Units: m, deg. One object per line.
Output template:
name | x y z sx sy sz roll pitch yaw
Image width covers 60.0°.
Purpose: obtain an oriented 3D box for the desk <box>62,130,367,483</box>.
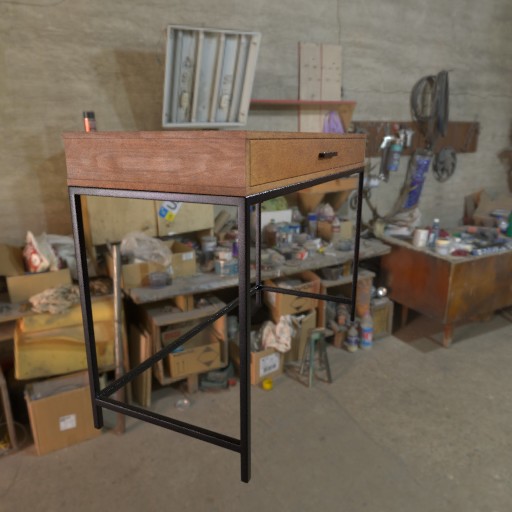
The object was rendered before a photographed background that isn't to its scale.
desk | 0.000 0.000 1.426 0.470 0.762 1.016 7 17 25
